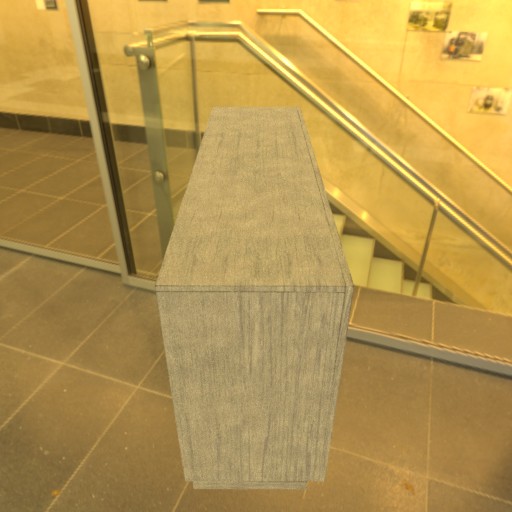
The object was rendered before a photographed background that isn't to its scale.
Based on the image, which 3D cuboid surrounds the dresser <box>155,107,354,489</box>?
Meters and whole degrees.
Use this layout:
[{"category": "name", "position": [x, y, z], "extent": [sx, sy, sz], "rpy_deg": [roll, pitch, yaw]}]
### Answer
[{"category": "dresser", "position": [0.000, 0.000, 1.990], "extent": [0.483, 0.889, 1.628], "rpy_deg": [0, 33, 0]}]
